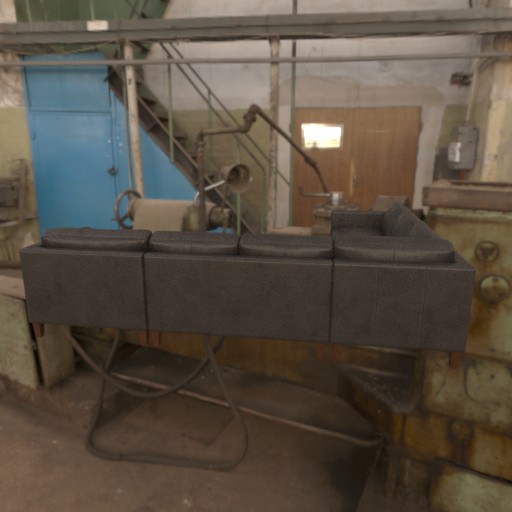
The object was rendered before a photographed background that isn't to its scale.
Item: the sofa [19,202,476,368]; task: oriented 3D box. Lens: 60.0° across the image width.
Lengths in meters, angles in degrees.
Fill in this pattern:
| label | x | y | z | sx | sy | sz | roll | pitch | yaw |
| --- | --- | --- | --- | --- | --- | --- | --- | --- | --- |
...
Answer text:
| label | x | y | z | sx | sy | sz | roll | pitch | yaw |
| --- | --- | --- | --- | --- | --- | --- | --- | --- | --- |
| sofa | 0.000 | 0.000 | 4.394 | 3.324 | 0.891 | 2.452 | 2 | 15 | 9 |
